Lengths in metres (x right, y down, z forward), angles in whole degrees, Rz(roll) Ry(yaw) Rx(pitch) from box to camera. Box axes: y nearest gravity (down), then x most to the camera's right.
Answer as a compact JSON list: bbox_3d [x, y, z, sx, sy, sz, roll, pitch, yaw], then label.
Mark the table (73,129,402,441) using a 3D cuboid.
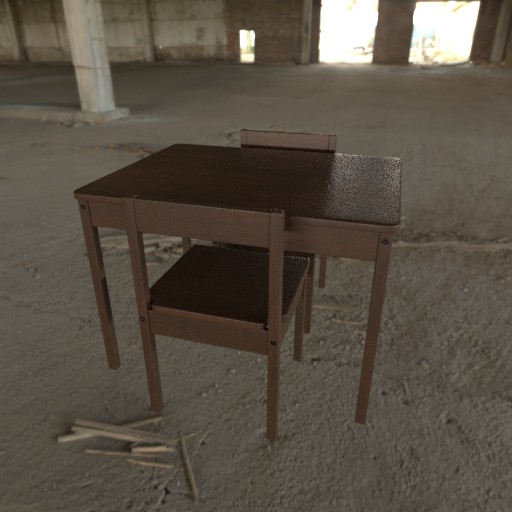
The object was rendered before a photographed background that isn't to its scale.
[{"bbox_3d":[0.000,0.000,1.129,0.650,0.503,0.672,8,27,15],"label":"table"}]
